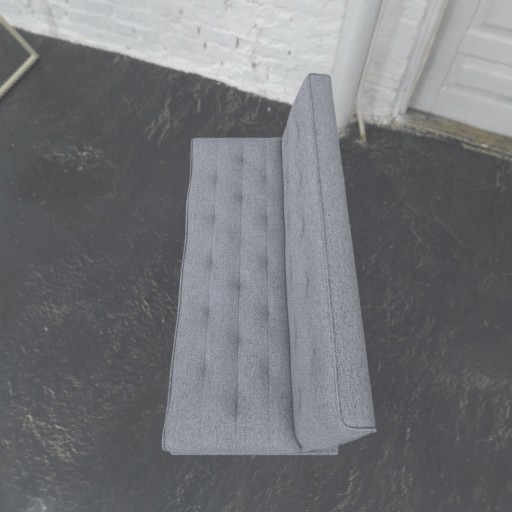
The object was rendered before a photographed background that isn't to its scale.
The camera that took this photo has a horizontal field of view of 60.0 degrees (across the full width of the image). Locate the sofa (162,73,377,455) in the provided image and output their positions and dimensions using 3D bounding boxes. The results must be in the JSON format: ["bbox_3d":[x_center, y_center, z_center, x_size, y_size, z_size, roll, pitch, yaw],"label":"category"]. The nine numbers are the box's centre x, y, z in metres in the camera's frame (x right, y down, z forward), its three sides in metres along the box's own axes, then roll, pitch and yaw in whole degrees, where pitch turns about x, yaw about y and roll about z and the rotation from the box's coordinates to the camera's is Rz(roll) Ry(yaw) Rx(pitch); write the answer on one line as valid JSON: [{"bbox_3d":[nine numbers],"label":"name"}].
[{"bbox_3d":[0.000,0.000,2.261,0.810,0.830,1.820,0,59,0],"label":"sofa"}]
